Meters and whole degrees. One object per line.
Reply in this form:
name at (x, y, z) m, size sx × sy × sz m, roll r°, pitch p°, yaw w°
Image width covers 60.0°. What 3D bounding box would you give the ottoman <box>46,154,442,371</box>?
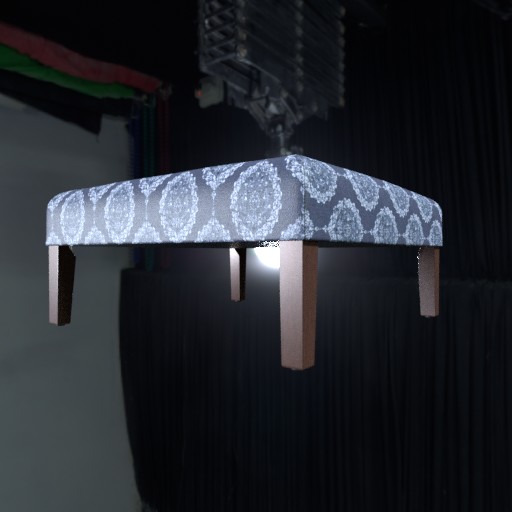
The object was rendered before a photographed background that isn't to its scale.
ottoman at (0.000, 0.000, 1.386) m, size 0.889 × 0.409 × 0.890 m, roll 0°, pitch 0°, yaw 37°
